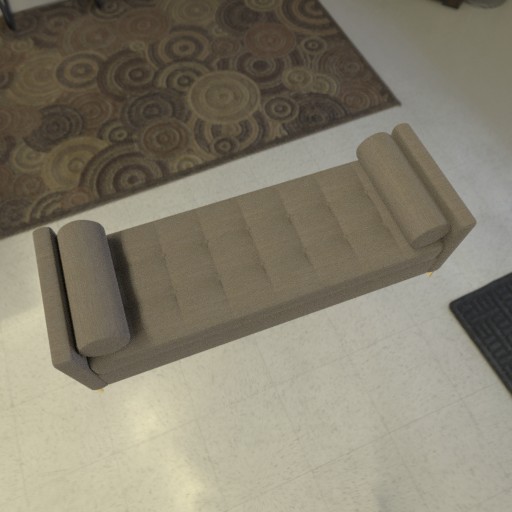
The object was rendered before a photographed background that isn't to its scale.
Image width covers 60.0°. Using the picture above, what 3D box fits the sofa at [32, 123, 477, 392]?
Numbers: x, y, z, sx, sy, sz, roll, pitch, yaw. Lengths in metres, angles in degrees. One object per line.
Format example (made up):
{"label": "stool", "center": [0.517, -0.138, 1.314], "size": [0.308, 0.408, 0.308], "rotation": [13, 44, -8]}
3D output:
{"label": "sofa", "center": [0.000, 0.000, 2.335], "size": [1.981, 0.635, 0.686], "rotation": [-18, 64, -9]}
